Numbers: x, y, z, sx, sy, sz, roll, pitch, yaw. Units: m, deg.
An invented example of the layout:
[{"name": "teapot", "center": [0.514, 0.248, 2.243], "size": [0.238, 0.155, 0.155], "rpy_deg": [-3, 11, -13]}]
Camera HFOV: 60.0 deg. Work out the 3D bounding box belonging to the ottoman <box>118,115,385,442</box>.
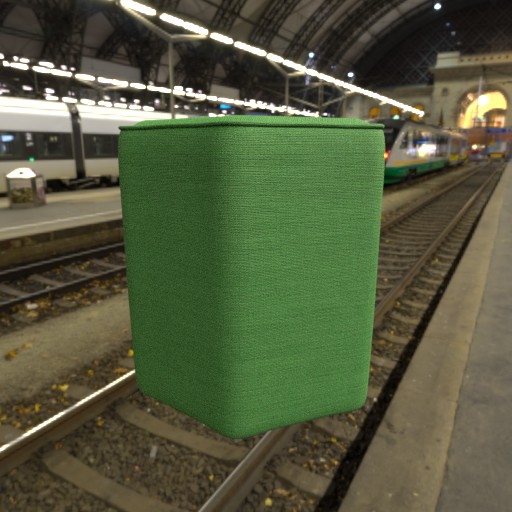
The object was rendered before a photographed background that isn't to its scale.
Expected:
[{"name": "ottoman", "center": [0.000, 0.000, 0.878], "size": [0.444, 0.507, 0.499], "rpy_deg": [2, 14, 8]}]
